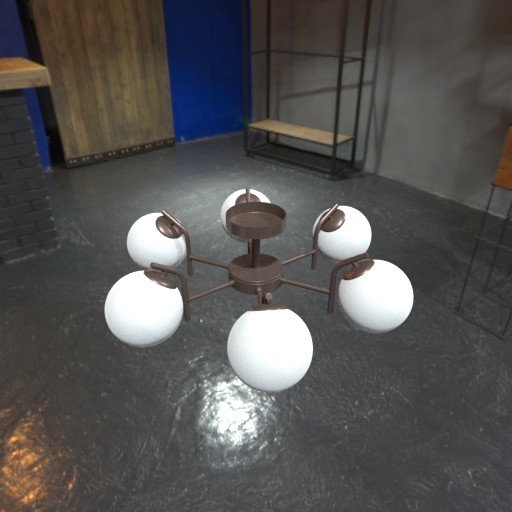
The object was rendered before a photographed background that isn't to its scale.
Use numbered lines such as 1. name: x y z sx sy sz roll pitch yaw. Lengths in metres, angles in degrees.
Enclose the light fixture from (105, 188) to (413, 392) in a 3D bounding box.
1. light fixture: 0.000 0.000 0.958 0.662 0.201 0.662 0 31 0
